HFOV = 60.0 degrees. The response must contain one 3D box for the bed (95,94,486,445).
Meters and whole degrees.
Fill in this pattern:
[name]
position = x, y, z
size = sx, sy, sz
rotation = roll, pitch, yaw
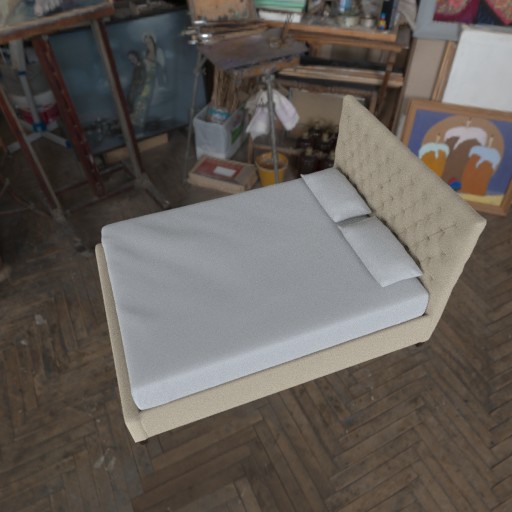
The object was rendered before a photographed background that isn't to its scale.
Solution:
[bed]
position = 0.000, 0.000, 3.407
size = 2.387, 1.427, 1.698
rotation = -15, 49, -14
